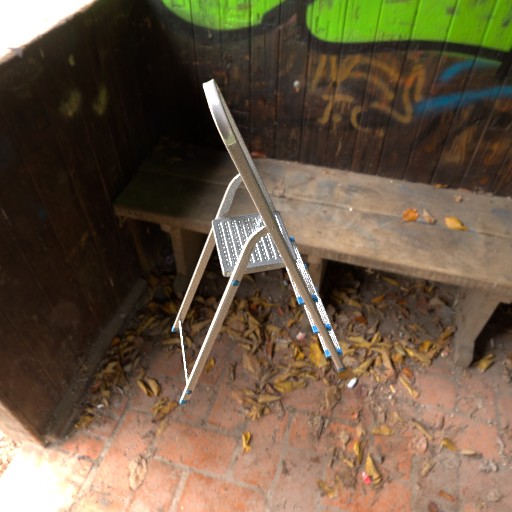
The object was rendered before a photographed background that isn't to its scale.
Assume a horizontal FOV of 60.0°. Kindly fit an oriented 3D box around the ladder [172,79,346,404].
[{"bbox_3d":[0.000,0.000,1.810,0.842,1.434,0.445,-9,48,-9],"label":"ladder"}]
